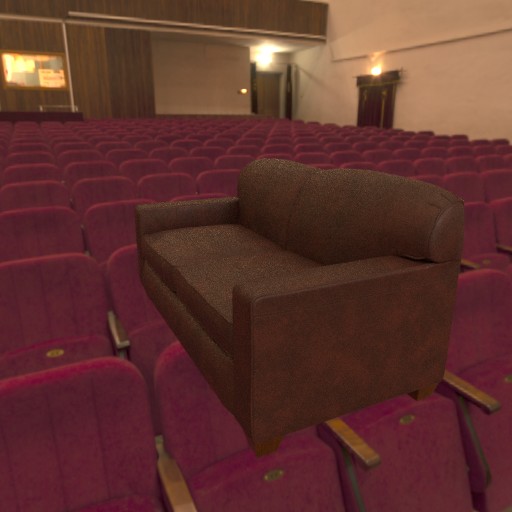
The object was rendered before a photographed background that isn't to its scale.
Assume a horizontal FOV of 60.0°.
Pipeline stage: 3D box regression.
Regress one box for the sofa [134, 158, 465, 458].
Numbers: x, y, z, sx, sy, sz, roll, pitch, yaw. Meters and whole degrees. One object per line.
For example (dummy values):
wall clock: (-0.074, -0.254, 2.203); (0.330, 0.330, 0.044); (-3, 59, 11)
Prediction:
sofa: (0.000, 0.000, 2.425); (1.000, 0.966, 1.856); (-8, 19, -25)
